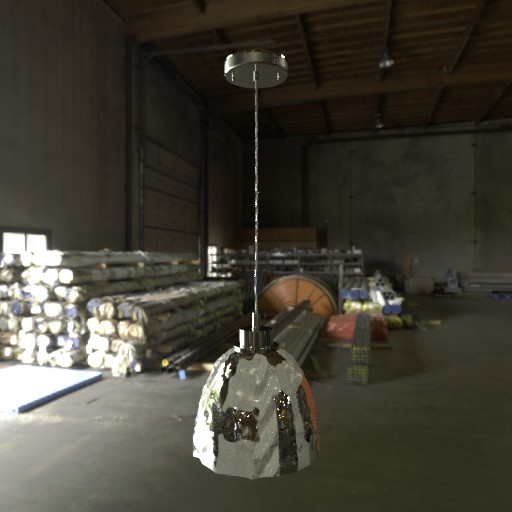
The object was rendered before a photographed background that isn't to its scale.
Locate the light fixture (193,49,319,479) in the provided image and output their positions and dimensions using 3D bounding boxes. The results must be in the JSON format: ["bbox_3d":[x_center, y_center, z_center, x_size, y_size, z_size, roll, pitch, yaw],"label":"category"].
[{"bbox_3d":[0.000,0.000,1.744,0.496,1.511,0.500,0,0,0],"label":"light fixture"}]
